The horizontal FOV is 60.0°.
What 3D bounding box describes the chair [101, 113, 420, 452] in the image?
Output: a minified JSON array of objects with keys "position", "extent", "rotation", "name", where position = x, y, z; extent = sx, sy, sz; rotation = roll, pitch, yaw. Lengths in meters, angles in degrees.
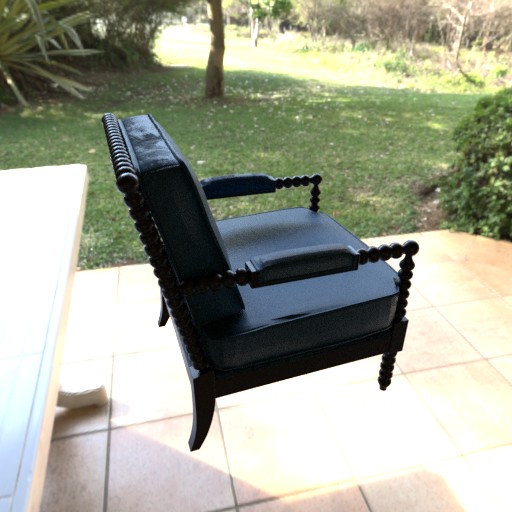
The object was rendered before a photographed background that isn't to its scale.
[{"position":[0.000,0.000,1.442],"extent":[0.805,0.857,0.688],"rotation":[-10,31,-17],"name":"chair"}]
